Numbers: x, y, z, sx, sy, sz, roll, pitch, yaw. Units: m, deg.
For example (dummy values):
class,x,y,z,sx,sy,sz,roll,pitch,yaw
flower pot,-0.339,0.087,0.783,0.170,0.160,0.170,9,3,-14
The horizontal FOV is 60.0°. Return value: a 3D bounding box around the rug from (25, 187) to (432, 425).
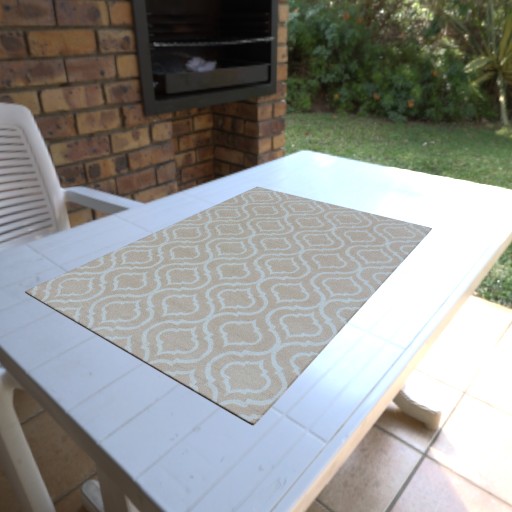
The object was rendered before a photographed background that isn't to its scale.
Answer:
class,x,y,z,sx,sy,sz,roll,pitch,yaw
rug,0.000,0.000,2.746,1.524,0.010,2.134,19,33,31
